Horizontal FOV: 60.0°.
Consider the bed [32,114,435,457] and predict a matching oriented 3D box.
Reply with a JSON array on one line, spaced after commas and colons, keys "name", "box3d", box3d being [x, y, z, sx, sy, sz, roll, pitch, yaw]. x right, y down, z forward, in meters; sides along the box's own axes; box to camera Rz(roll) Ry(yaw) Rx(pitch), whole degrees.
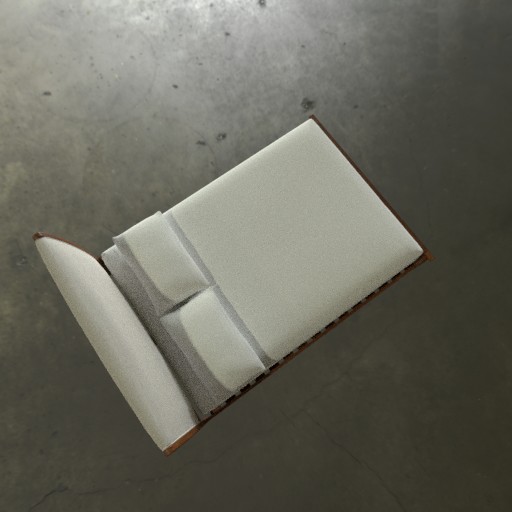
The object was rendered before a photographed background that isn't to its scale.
[{"name": "bed", "box3d": [0.000, 0.000, 3.352, 2.380, 1.250, 1.612, -35, 78, -9]}]
